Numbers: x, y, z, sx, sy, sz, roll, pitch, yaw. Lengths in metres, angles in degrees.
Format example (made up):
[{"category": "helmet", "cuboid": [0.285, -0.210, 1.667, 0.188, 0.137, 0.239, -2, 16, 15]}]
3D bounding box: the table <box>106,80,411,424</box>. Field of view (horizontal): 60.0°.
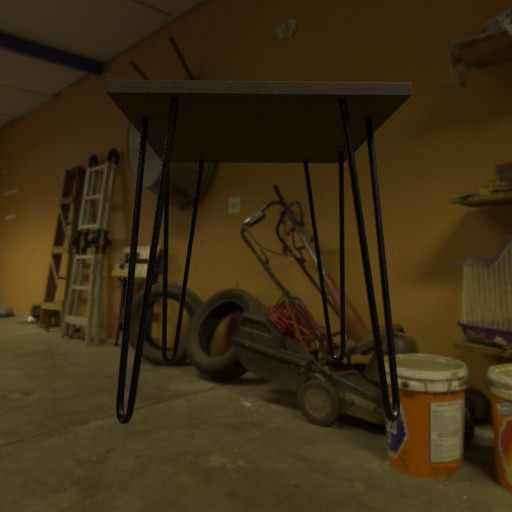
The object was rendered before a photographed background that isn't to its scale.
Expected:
[{"category": "table", "cuboid": [0.000, 0.000, 0.962, 0.495, 0.559, 0.495, 0, -1, -1]}]
